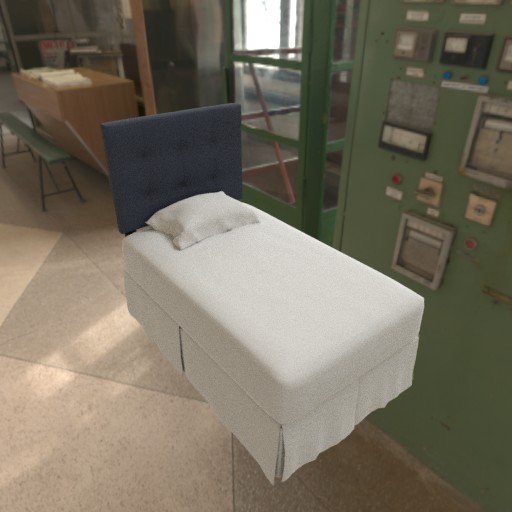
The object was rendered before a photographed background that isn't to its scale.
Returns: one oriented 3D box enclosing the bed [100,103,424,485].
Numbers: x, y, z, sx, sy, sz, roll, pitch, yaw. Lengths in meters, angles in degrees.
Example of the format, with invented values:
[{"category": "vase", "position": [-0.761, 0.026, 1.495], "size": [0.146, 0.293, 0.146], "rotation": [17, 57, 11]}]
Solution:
[{"category": "bed", "position": [0.000, 0.000, 2.993], "size": [1.261, 1.571, 1.997], "rotation": [-21, 36, -32]}]
